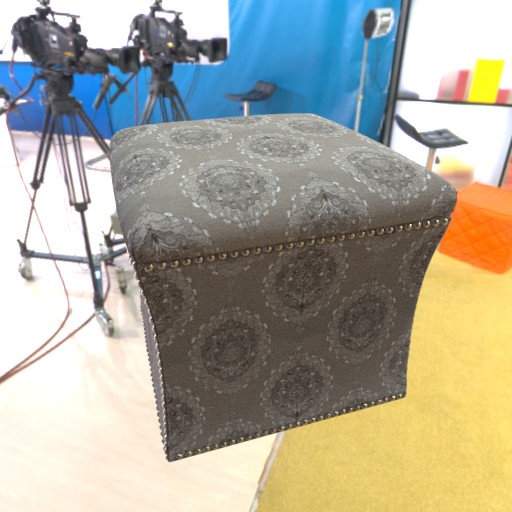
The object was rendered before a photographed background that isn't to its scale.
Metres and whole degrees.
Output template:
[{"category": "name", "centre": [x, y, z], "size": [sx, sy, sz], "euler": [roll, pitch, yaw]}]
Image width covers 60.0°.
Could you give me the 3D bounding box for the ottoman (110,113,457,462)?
[{"category": "ottoman", "centre": [0.000, 0.000, 0.884], "size": [0.497, 0.473, 0.507], "euler": [-9, 31, -16]}]
